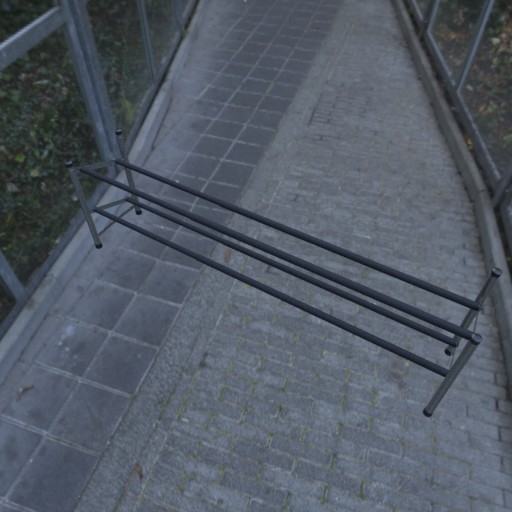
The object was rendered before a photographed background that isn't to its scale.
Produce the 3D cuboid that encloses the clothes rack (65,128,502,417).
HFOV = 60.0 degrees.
[{"bbox_3d":[0.000,0.000,1.264,1.168,0.349,0.229,24,51,21],"label":"clothes rack"}]
